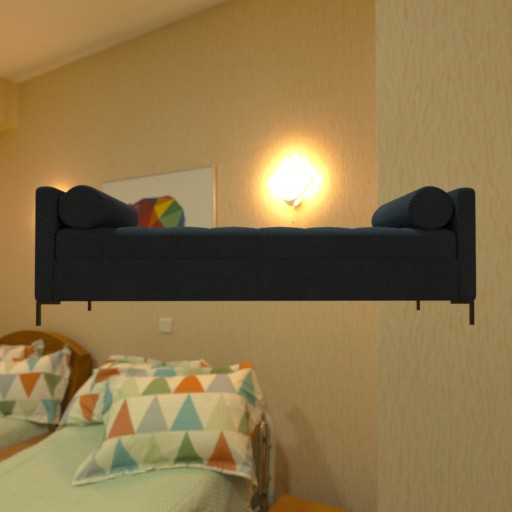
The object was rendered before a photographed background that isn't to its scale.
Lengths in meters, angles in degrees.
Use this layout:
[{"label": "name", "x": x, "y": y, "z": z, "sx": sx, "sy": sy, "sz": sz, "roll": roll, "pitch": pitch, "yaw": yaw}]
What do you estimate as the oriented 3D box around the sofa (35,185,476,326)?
[{"label": "sofa", "x": 0.000, "y": 0.000, "z": 2.318, "sx": 1.981, "sy": 0.635, "sz": 0.686, "roll": 0, "pitch": -1, "yaw": -1}]
